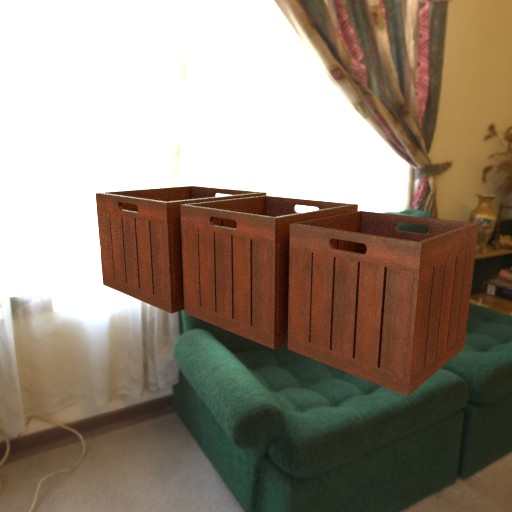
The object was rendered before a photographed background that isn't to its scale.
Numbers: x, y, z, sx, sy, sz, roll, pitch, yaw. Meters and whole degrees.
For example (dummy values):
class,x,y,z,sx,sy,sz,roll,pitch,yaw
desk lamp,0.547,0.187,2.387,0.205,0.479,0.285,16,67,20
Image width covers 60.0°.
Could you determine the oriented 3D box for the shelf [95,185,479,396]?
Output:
class,x,y,z,sx,sy,sz,roll,pitch,yaw
shelf,0.000,0.000,1.249,1.064,0.311,0.393,13,19,42
